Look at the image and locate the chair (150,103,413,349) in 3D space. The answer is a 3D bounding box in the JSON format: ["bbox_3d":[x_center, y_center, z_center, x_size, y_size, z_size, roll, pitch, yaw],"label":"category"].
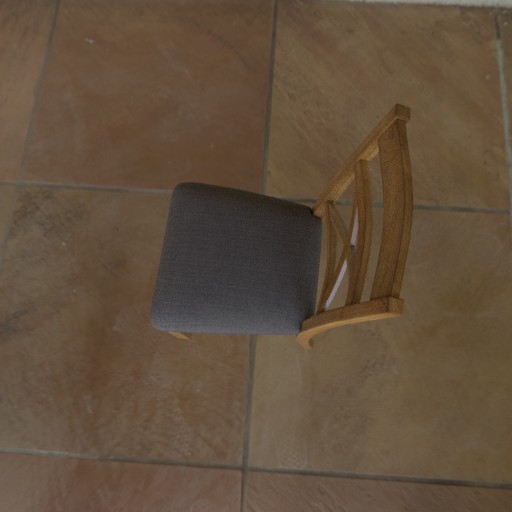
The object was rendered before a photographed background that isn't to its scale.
[{"bbox_3d":[0.000,0.000,1.263,0.581,0.949,0.470,7,74,2],"label":"chair"}]
